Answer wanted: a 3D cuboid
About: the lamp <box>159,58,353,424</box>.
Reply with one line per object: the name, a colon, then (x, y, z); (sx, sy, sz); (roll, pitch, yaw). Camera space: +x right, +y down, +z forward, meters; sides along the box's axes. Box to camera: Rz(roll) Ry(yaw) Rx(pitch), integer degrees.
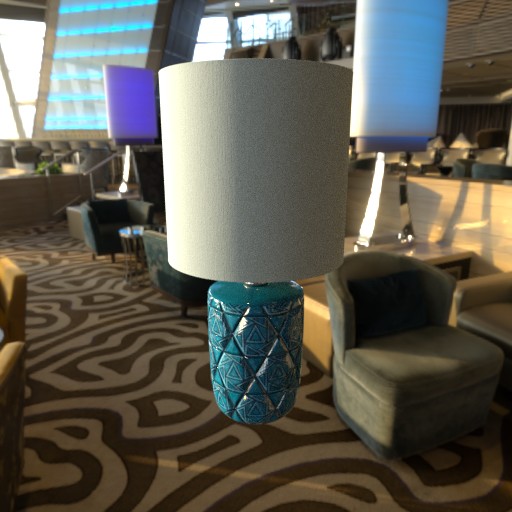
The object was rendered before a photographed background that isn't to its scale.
lamp: (0.000, 0.000, 0.496); (0.193, 0.377, 0.193); (-7, 16, -26)
